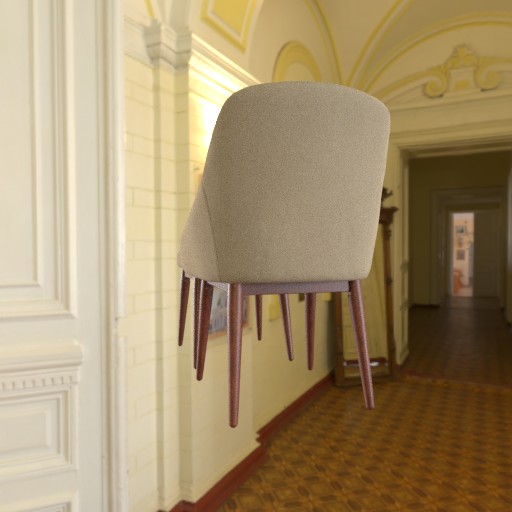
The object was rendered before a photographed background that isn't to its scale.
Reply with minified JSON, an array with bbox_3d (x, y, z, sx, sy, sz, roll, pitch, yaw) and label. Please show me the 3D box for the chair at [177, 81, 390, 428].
[{"bbox_3d":[0.000,0.000,1.610,0.584,0.866,1.114,0,1,-18],"label":"chair"}]
